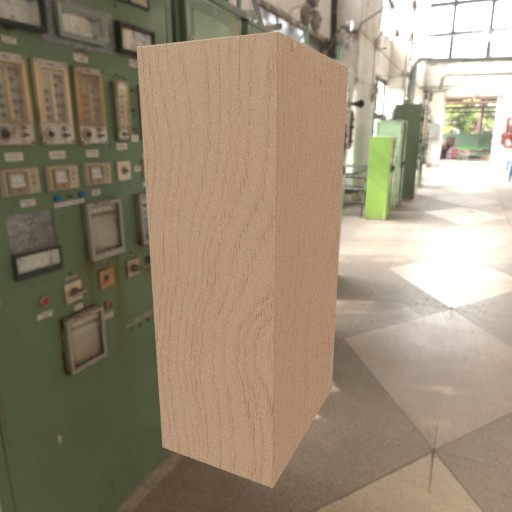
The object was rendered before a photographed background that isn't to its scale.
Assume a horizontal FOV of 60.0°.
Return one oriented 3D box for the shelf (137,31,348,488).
[{"bbox_3d":[0.000,0.000,0.728,0.200,0.600,0.290,7,17,25],"label":"shelf"}]
